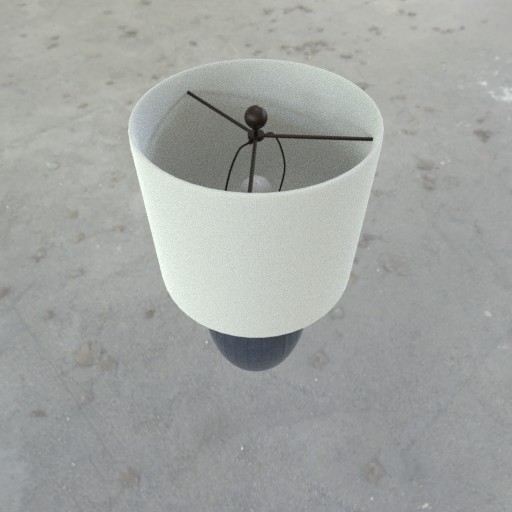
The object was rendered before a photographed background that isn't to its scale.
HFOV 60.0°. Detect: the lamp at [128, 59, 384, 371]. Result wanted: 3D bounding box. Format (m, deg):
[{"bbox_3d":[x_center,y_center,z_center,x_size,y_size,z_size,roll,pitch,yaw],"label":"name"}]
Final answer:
[{"bbox_3d":[0.000,0.000,0.779,0.329,0.570,0.329,-33,56,-26],"label":"lamp"}]
